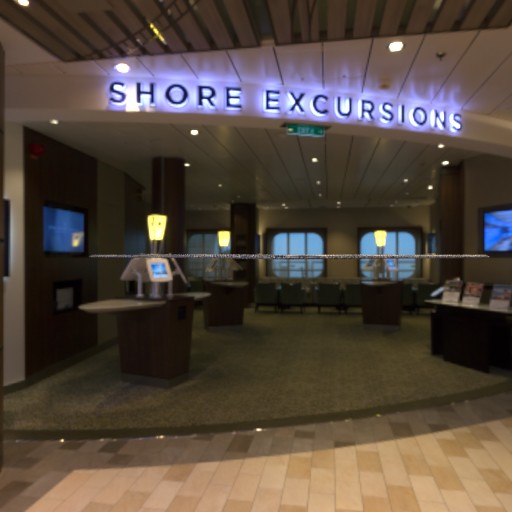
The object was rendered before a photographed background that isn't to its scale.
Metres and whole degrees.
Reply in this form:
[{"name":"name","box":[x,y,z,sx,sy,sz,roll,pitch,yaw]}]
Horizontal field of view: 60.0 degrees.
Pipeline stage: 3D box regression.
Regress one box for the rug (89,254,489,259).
[{"name":"rug","box":[0.000,0.000,3.059,1.538,0.021,2.443,0,0,-37]}]
